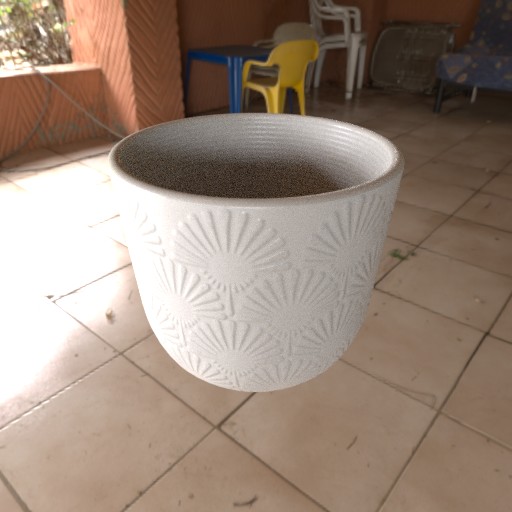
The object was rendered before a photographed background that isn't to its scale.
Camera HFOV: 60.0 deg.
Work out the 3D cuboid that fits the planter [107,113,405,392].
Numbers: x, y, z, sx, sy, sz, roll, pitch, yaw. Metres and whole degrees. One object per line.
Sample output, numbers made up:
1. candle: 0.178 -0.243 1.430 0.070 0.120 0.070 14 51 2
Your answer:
1. planter: 0.000 0.000 0.300 0.170 0.152 0.170 0 31 0
